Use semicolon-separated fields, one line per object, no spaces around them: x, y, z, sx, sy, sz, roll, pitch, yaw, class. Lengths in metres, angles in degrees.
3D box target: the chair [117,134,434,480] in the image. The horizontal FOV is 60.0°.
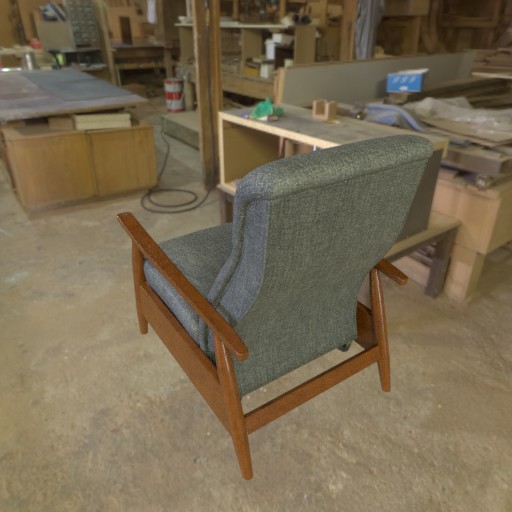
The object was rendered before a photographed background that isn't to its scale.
0.000;0.000;1.768;0.762;1.082;1.030;-19;34;-29;chair
